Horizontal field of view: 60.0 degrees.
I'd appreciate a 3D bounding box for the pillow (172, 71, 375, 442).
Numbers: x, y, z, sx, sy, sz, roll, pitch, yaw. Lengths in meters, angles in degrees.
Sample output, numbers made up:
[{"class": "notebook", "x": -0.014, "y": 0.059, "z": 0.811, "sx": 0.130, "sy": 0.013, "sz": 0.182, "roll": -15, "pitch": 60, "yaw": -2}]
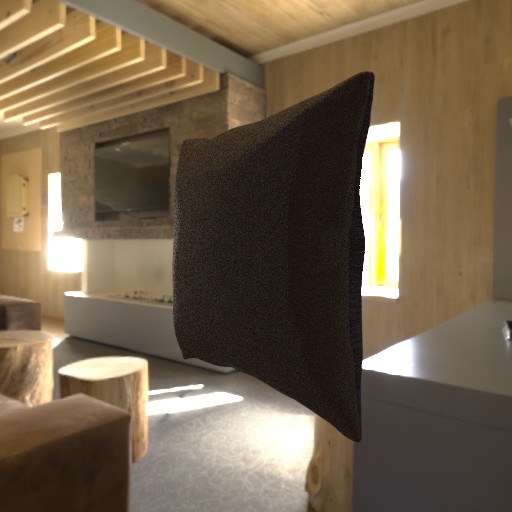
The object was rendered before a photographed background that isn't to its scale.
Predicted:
[{"class": "pillow", "x": 0.000, "y": 0.000, "z": 0.697, "sx": 0.204, "sy": 0.439, "sz": 0.452, "roll": -2, "pitch": 3, "yaw": -37}]
